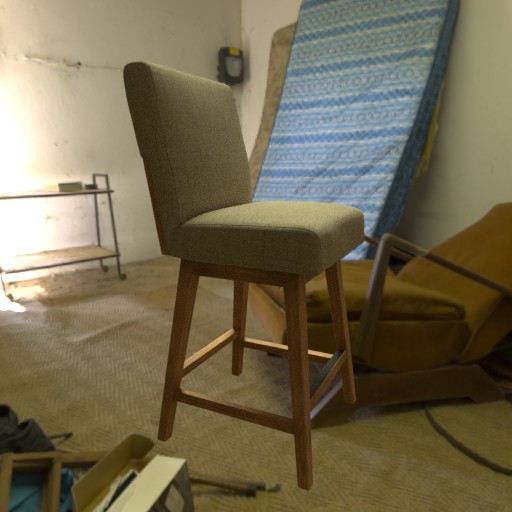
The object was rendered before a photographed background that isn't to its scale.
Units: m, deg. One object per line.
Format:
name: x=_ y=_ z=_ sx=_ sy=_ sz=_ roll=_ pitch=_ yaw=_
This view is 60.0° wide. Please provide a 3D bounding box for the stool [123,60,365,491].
stool: x=0.000 y=0.000 z=1.257 sx=0.526 sy=1.010 sz=0.459 roll=6 pitch=14 yaw=26
